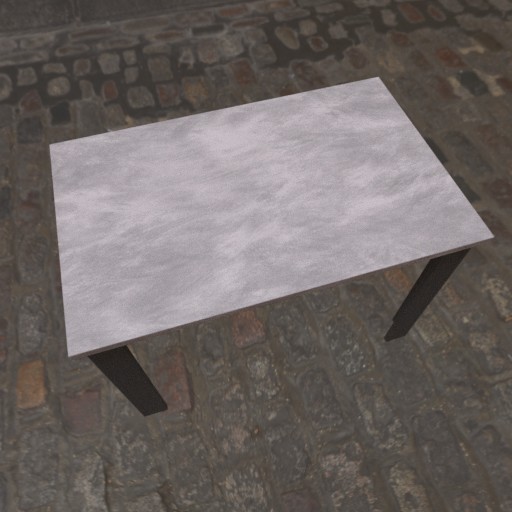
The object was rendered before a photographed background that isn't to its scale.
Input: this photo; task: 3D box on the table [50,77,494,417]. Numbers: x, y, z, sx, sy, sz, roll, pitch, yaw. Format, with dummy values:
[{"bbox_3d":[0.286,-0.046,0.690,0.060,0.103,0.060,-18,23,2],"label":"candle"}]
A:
[{"bbox_3d":[0.000,0.000,1.569,1.100,0.734,0.700,-15,59,-9],"label":"table"}]
